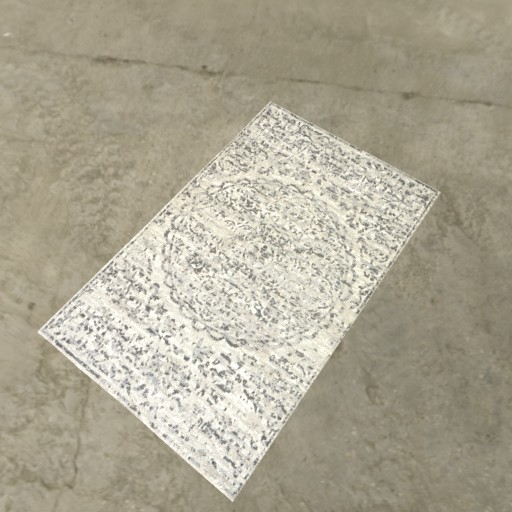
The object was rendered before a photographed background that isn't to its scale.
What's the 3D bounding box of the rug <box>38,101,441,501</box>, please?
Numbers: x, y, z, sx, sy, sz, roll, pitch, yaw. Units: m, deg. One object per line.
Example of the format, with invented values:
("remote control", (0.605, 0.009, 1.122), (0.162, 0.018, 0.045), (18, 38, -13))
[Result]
("rug", (0.000, 0.000, 2.963), (1.527, 0.021, 2.447), (33, 67, 16))
